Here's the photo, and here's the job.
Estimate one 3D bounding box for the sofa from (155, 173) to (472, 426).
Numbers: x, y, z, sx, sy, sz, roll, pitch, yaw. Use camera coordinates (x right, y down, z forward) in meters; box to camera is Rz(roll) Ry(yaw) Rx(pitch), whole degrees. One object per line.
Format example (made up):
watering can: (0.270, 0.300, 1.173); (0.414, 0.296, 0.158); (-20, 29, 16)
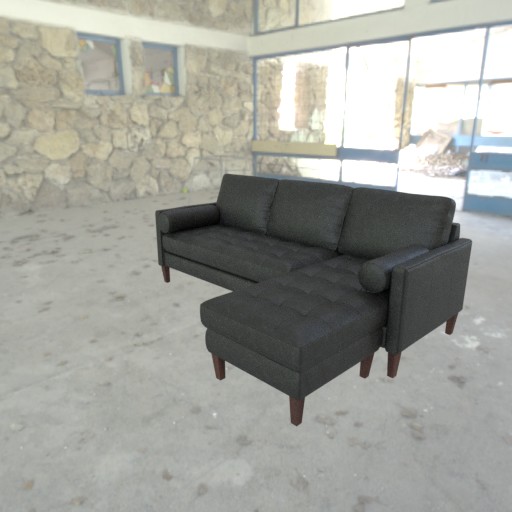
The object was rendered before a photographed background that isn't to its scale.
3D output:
sofa: (0.000, 0.000, 2.915); (1.497, 0.876, 2.178); (-15, 22, -42)
